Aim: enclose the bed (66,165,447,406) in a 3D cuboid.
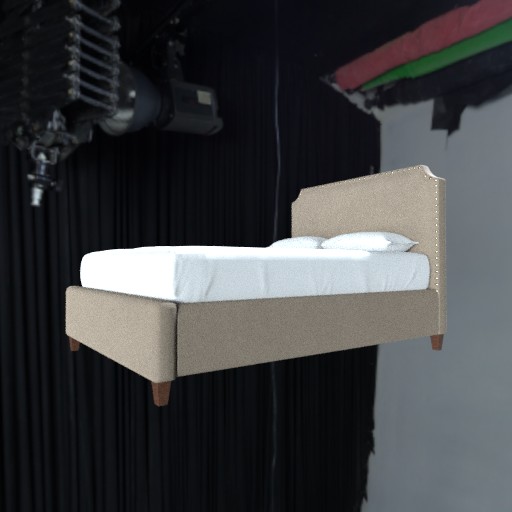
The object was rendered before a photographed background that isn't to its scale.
[{"bbox_3d":[0.000,0.000,3.348,2.329,1.415,1.703,1,-1,-36],"label":"bed"}]
